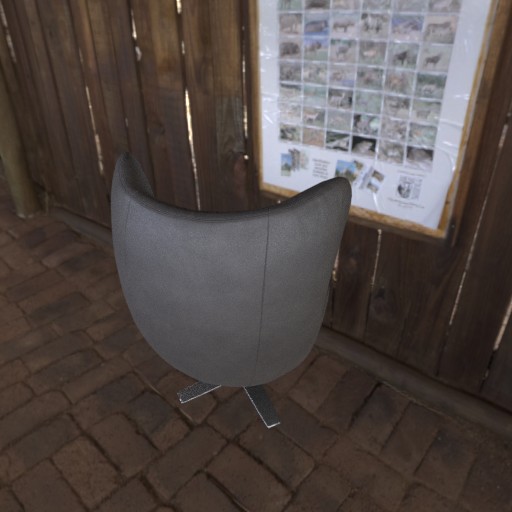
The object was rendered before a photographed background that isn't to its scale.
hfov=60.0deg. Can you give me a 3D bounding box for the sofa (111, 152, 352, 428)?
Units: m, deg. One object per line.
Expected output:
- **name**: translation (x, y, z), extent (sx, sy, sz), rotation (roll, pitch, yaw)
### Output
- **sofa**: translation (0.000, 0.000, 2.119), extent (0.894, 1.135, 1.444), rotation (10, 32, 16)
